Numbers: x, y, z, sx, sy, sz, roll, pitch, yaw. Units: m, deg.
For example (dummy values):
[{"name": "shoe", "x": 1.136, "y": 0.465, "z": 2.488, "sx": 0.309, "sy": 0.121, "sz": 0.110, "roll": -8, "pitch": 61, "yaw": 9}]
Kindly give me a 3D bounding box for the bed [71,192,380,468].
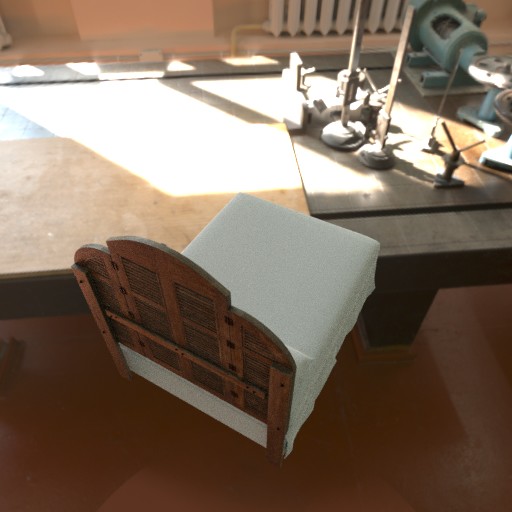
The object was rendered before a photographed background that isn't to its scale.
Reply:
[{"name": "bed", "x": 0.000, "y": 0.000, "z": 3.607, "sx": 1.713, "sy": 2.019, "sz": 2.138, "roll": 22, "pitch": 51, "yaw": 20}]
